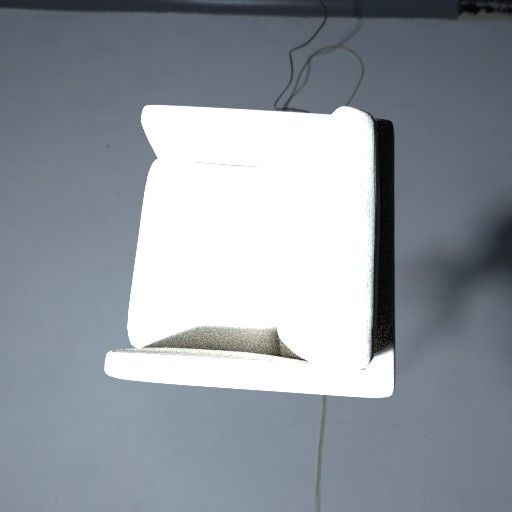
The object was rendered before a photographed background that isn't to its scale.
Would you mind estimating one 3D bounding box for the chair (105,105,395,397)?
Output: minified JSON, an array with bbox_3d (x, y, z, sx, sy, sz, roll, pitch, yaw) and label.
[{"bbox_3d":[0.000,0.000,1.752,0.959,0.919,0.996,4,77,1],"label":"chair"}]
